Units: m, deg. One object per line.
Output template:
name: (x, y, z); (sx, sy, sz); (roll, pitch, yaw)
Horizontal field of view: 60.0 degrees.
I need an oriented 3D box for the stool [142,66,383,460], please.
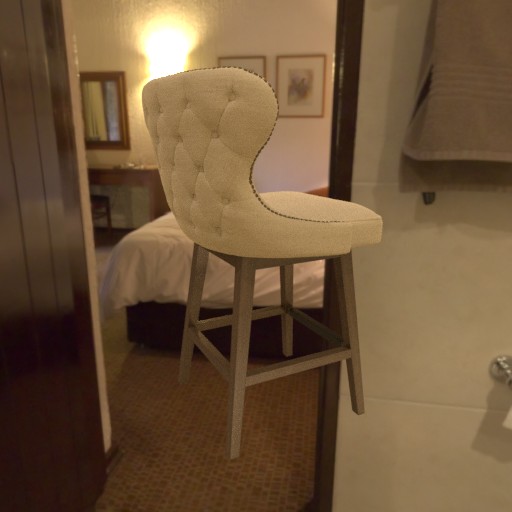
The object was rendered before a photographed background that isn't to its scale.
stool: (0.000, 0.000, 1.329); (0.597, 0.972, 0.615); (-8, 17, -26)
